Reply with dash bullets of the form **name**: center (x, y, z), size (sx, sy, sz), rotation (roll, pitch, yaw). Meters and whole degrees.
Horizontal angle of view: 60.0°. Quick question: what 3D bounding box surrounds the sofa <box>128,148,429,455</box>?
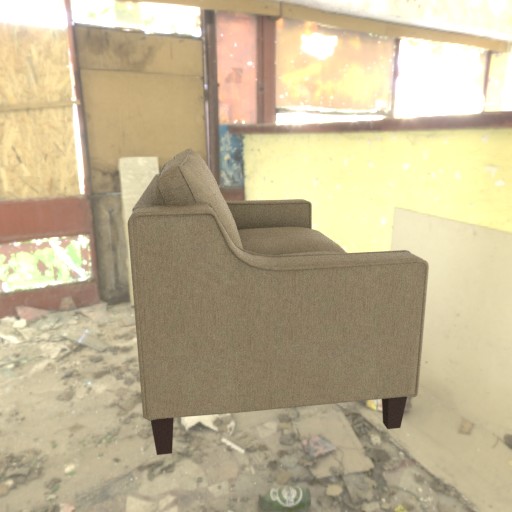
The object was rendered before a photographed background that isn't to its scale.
- **sofa**: center (0.000, 0.000, 2.128), size (0.985, 0.981, 1.503), rotation (-2, 15, -9)
